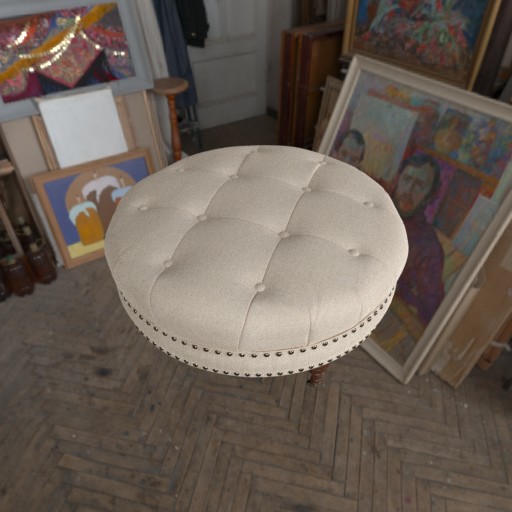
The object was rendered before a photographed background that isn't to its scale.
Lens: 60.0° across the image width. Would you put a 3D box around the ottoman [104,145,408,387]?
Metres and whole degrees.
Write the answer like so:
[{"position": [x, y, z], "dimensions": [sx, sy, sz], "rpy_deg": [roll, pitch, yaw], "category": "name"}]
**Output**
[{"position": [0.000, 0.000, 1.498], "dimensions": [0.940, 0.483, 0.940], "rpy_deg": [0, 39, 0], "category": "ottoman"}]
